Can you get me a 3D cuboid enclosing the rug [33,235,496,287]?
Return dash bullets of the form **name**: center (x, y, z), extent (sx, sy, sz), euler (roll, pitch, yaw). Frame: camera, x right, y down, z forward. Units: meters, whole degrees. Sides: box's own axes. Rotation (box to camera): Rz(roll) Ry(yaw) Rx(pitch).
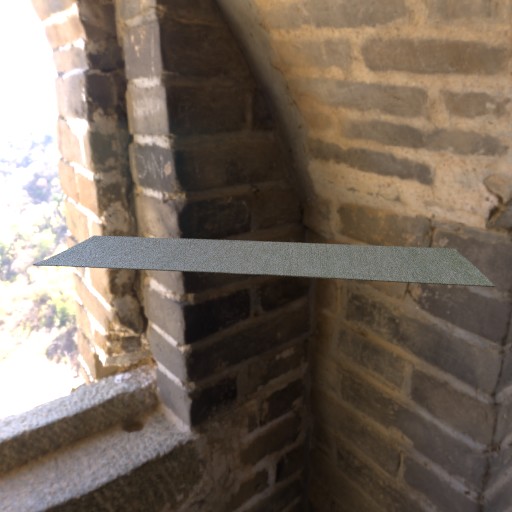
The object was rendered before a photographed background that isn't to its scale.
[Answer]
- **rug**: center (0.000, 0.000, 2.524), extent (2.340, 0.013, 0.686), euler (2, 16, 8)
